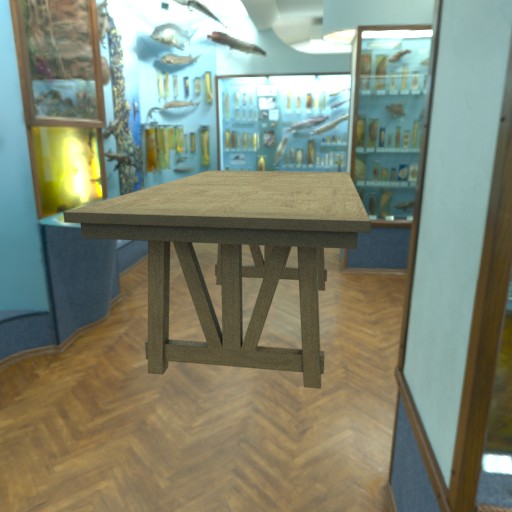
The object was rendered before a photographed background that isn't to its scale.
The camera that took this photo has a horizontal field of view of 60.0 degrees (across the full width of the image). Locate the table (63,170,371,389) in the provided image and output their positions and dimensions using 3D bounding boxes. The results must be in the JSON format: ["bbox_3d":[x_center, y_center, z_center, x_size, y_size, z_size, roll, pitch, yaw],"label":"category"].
[{"bbox_3d":[0.000,0.000,2.419,1.016,0.768,1.881,2,15,9],"label":"table"}]
